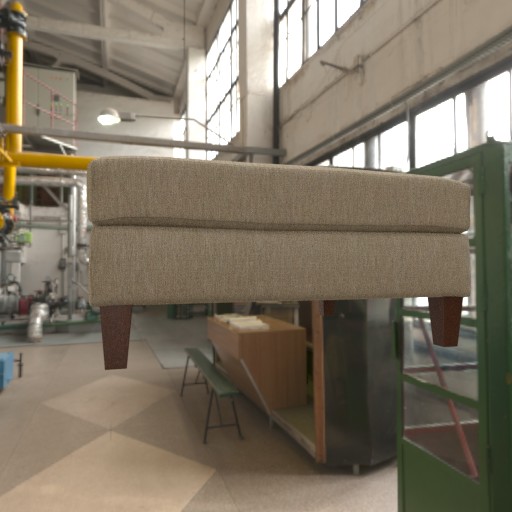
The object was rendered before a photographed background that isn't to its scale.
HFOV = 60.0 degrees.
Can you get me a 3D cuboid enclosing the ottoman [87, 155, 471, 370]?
[{"bbox_3d":[0.000,0.000,1.426,0.976,0.492,0.836,0,-1,-17],"label":"ottoman"}]
